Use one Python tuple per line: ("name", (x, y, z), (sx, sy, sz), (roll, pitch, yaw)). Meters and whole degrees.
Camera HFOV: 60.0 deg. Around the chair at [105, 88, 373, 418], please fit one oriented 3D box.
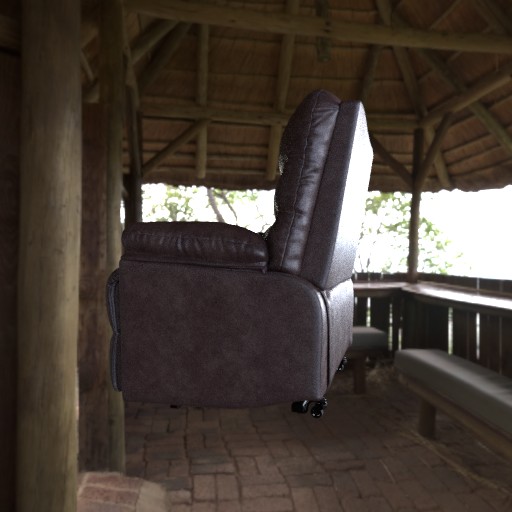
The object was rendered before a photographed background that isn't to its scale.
("chair", (0.000, 0.000, 1.769), (0.879, 1.041, 0.940), (0, 0, 17))
